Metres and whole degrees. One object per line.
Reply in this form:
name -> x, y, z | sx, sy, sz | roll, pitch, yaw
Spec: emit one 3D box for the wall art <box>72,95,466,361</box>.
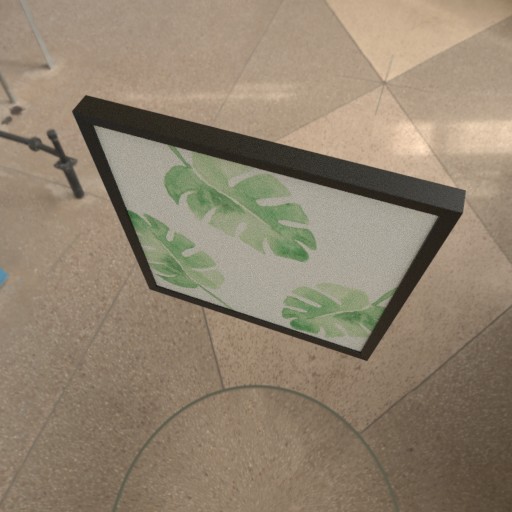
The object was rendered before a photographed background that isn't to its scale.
wall art -> 0.000, 0.000, 0.767 | 0.508, 0.508, 0.036 | 17, 59, 10
